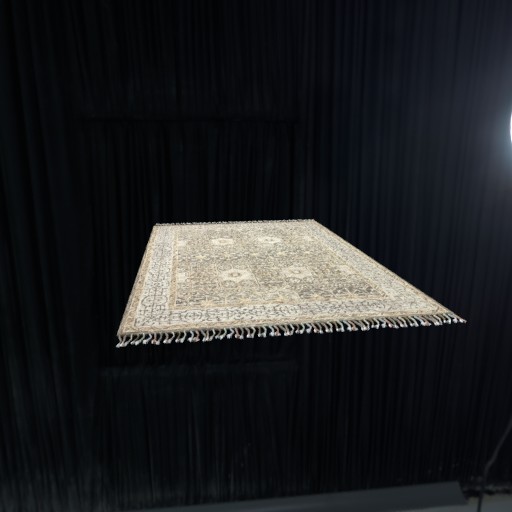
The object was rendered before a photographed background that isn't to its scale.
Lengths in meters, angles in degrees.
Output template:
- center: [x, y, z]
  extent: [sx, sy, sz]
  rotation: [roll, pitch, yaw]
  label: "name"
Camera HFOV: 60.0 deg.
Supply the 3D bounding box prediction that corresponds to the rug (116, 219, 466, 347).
- center: [0.000, 0.000, 2.472]
  extent: [1.237, 0.010, 2.029]
  rotation: [-2, 16, -8]
  label: "rug"
